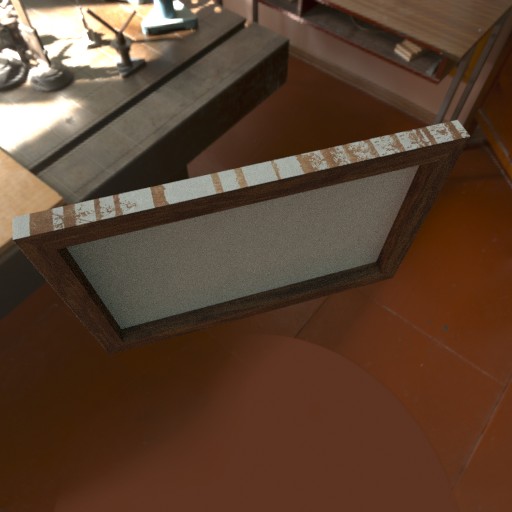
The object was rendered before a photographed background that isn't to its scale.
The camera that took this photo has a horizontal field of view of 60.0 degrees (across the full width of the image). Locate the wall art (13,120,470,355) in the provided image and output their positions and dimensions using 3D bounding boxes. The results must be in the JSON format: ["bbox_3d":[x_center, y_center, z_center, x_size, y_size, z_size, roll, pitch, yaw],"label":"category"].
[{"bbox_3d":[0.000,0.000,0.749,0.609,0.405,0.035,-14,59,-9],"label":"wall art"}]
